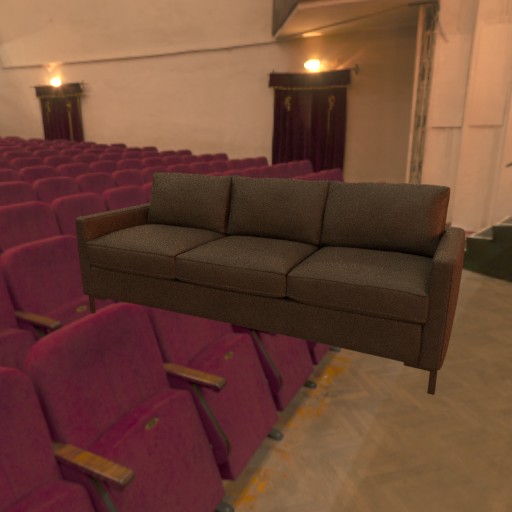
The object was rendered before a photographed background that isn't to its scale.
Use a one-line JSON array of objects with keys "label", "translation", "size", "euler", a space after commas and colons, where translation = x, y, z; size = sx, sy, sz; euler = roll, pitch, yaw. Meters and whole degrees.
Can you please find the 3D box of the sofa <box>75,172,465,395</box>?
[{"label": "sofa", "translation": [0.000, 0.000, 2.410], "size": [2.029, 0.805, 0.748], "euler": [8, 17, 26]}]
